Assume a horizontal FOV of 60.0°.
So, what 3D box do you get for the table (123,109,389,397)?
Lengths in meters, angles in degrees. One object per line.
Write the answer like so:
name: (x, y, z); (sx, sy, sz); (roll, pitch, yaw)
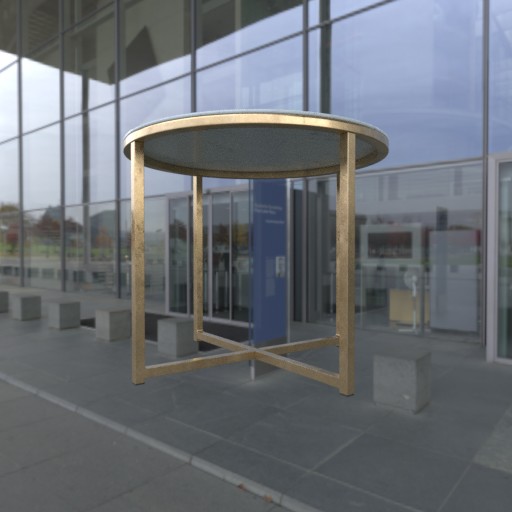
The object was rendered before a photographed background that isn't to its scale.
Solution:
table: (0.000, 0.000, 0.873); (0.500, 0.420, 0.500); (0, 1, 0)
